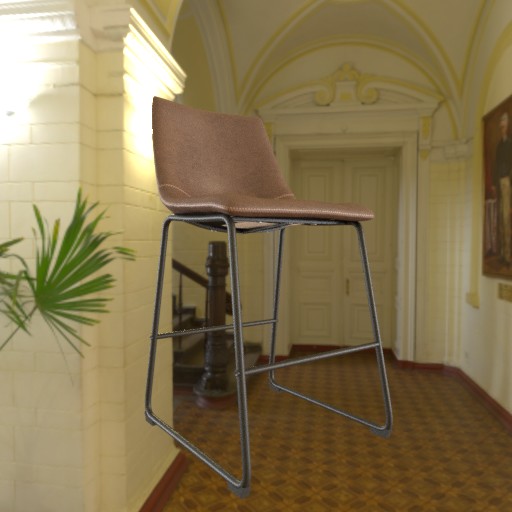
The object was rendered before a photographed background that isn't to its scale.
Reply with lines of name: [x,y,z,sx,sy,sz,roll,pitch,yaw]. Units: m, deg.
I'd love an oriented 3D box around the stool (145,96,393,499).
stool: [0.000,0.000,1.163,0.460,0.890,0.550,-1,2,-36]
